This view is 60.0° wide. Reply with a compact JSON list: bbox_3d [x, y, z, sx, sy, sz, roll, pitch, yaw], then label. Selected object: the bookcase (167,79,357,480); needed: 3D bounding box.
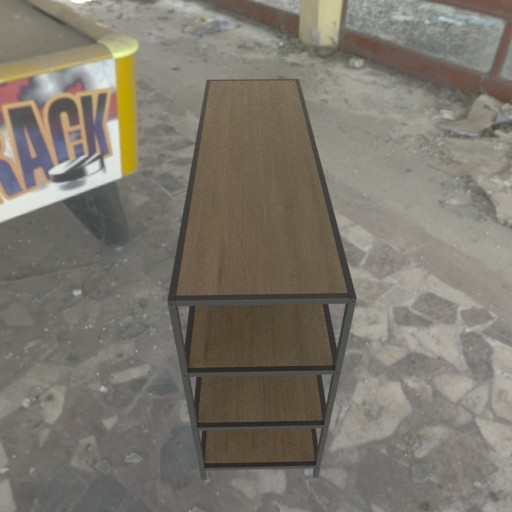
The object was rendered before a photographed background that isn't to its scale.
[{"bbox_3d":[0.000,0.000,1.501,0.350,0.780,1.140,-1,41,-1],"label":"bookcase"}]
